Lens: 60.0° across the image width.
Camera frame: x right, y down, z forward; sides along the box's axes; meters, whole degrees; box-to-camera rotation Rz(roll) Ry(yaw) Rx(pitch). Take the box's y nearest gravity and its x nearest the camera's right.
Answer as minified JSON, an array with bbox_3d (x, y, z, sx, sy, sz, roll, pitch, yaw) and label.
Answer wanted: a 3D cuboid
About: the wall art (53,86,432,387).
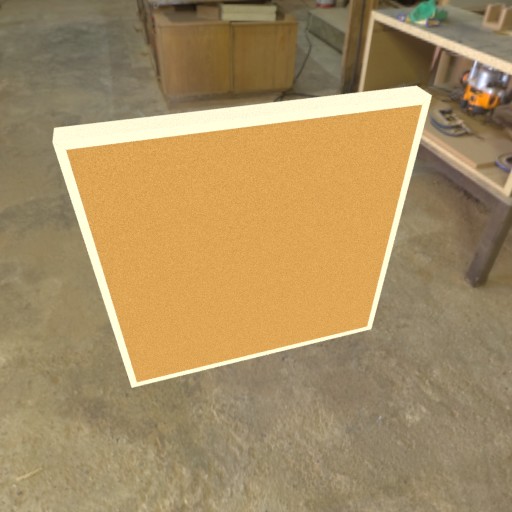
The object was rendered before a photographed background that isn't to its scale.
[{"bbox_3d":[0.000,0.000,0.754,0.509,0.509,0.040,-11,42,-12],"label":"wall art"}]
